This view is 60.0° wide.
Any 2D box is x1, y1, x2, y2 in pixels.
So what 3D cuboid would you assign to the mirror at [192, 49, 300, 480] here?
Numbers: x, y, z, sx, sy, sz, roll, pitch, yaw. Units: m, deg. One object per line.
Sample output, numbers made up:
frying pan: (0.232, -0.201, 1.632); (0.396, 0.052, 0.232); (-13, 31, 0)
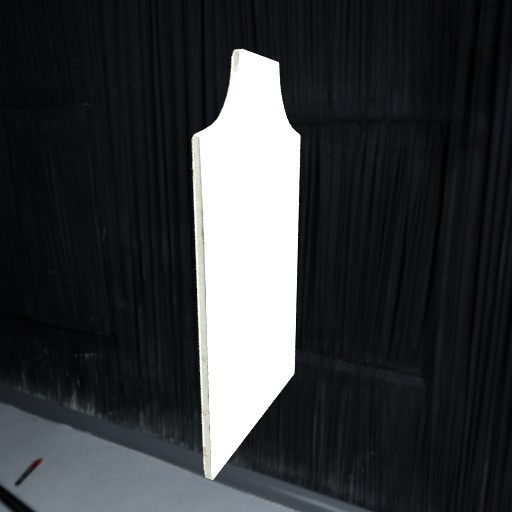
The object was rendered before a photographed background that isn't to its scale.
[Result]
mirror: (0.000, 0.000, 0.865); (0.022, 0.717, 0.403); (7, 17, 25)
